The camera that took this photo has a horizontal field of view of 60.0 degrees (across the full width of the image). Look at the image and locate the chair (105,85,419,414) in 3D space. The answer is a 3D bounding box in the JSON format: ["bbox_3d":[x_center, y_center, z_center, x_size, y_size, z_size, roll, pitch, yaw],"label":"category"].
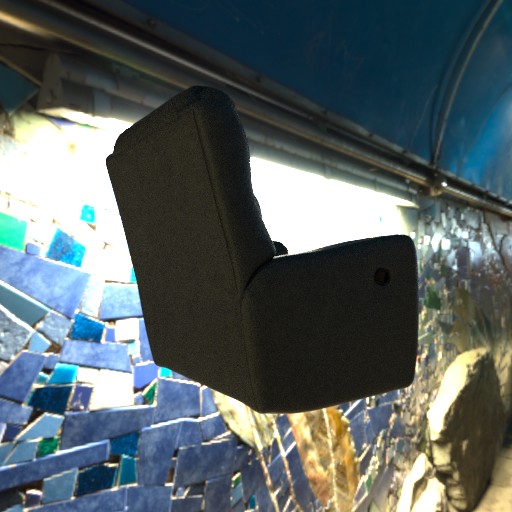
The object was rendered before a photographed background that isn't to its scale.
[{"bbox_3d":[0.000,0.000,1.930,1.068,1.116,0.965,1,-1,-36],"label":"chair"}]
